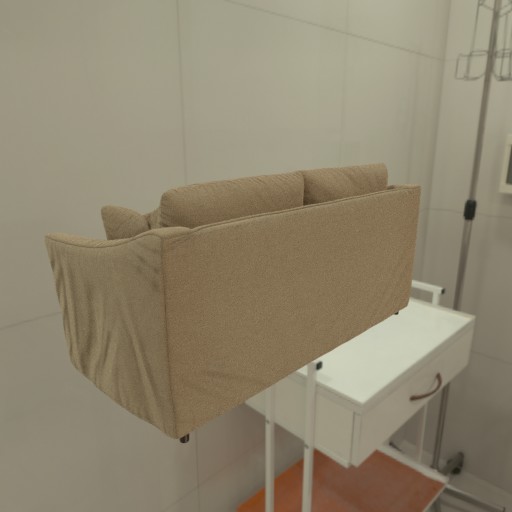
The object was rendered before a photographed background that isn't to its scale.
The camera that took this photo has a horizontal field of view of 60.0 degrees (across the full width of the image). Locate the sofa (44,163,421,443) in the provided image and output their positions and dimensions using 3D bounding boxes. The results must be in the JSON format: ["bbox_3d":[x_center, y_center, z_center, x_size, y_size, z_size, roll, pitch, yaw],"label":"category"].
[{"bbox_3d":[0.000,0.000,2.592,1.072,1.018,2.010,15,21,42],"label":"sofa"}]
